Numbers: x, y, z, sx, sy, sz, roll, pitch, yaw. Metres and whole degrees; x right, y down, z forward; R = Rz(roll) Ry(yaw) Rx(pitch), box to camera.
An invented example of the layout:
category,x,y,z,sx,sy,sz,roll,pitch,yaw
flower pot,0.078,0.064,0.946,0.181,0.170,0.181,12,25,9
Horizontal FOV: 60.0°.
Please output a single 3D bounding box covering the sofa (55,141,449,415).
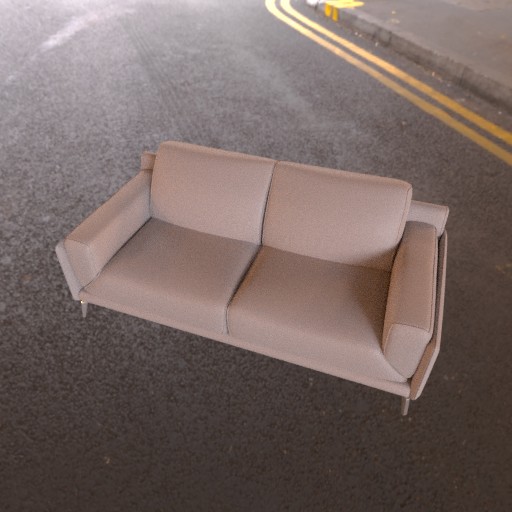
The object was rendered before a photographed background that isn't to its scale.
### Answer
category,x,y,z,sx,sy,sz,roll,pitch,yaw
sofa,0.000,0.000,2.634,2.101,0.930,1.049,13,42,15
